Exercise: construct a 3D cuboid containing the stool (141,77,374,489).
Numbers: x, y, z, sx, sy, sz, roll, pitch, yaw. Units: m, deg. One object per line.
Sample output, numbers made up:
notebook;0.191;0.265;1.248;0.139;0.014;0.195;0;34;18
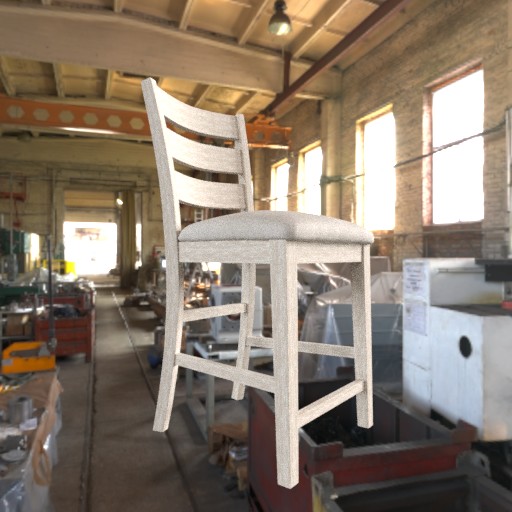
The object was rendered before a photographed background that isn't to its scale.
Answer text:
stool;0.000;0.000;1.327;0.569;1.032;0.484;0;0;37
